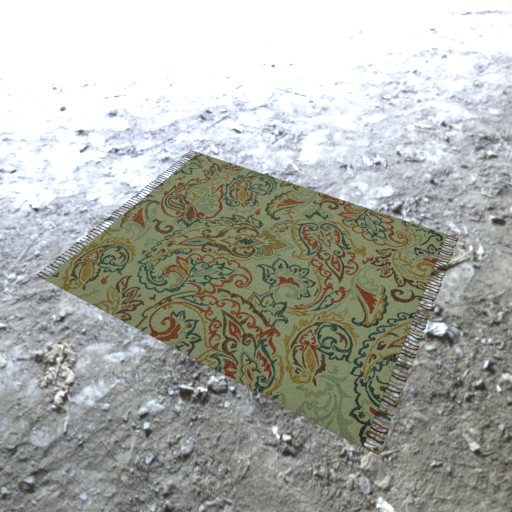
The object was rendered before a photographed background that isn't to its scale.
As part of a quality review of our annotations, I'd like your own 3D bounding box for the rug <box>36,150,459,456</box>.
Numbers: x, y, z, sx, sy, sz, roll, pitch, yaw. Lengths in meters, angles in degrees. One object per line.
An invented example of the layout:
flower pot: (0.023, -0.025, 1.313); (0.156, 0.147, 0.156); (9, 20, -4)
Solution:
rug: (0.000, 0.000, 4.258); (3.274, 0.015, 2.439); (22, 49, 20)
